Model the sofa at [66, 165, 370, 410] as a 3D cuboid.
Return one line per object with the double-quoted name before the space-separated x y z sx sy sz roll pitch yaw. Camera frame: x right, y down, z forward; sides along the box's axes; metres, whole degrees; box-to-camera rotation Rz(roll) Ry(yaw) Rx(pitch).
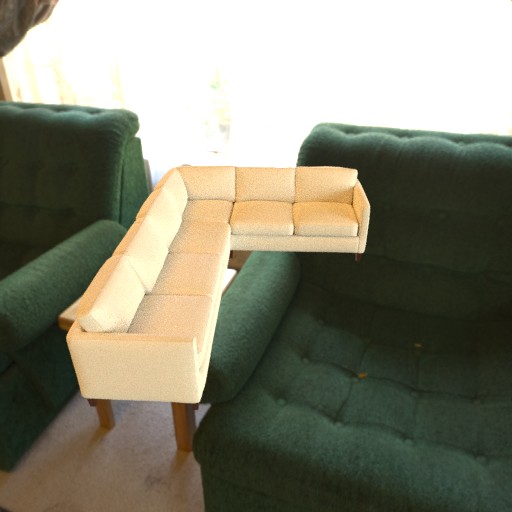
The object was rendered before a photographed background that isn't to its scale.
"sofa" 0.000 0.000 4.556 2.593 0.947 3.302 1 30 2
